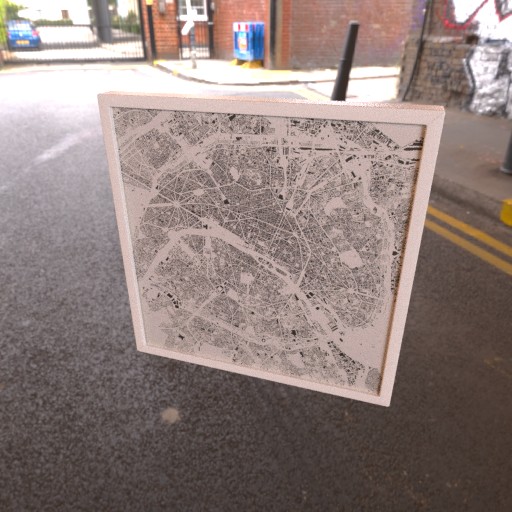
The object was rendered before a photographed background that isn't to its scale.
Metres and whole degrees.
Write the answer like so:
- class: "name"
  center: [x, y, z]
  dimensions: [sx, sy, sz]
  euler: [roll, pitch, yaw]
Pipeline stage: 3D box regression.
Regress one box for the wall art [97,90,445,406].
- class: "wall art"
  center: [0.000, 0.000, 0.753]
  dimensions: [0.508, 0.508, 0.038]
  euler: [8, 29, 16]
